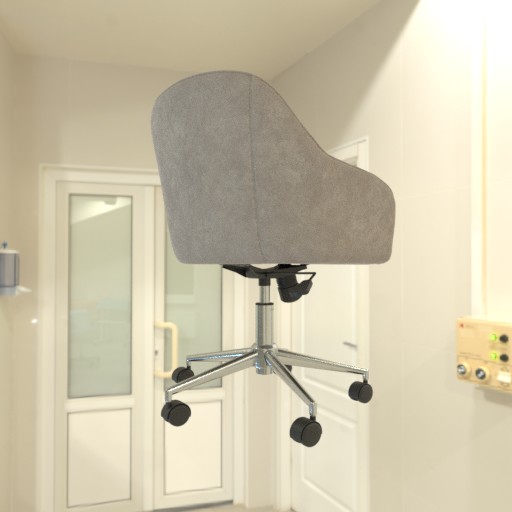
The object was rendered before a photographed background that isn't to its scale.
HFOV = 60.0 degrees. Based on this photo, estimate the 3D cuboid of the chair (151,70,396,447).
[{"bbox_3d":[0.000,0.000,1.257,0.573,0.831,0.635,1,-1,-35],"label":"chair"}]
